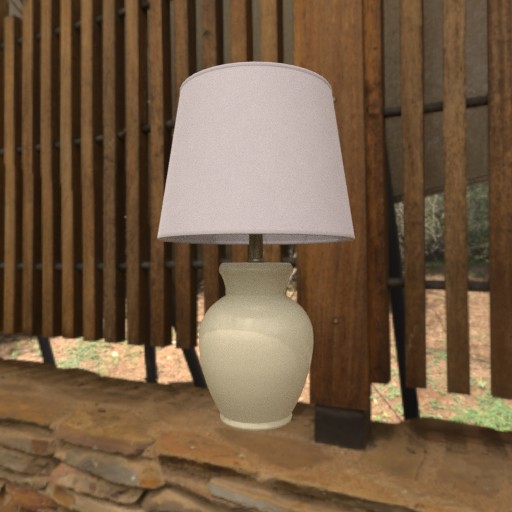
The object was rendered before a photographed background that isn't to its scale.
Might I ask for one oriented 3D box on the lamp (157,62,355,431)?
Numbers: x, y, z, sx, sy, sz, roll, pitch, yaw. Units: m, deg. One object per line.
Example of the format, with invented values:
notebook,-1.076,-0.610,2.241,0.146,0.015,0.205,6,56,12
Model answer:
lamp,0.000,0.000,0.550,0.239,0.399,0.239,0,-1,0
